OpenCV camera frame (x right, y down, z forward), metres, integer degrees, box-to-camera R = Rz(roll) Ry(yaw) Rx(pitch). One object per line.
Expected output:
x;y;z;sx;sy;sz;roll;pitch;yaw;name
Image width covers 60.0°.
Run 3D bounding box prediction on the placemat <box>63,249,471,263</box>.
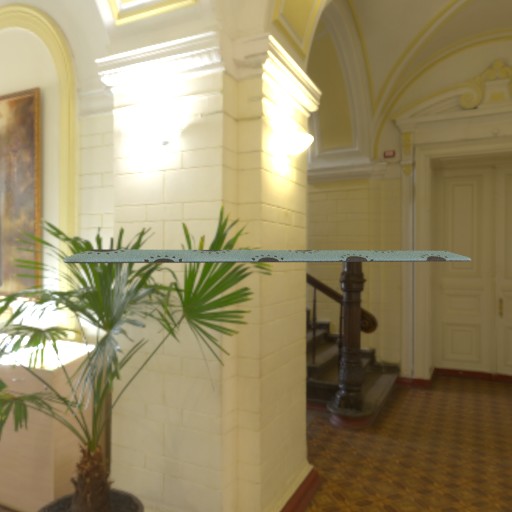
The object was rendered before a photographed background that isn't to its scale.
0.000;0.000;0.991;0.762;0.021;0.508;0;0;-19;placemat
